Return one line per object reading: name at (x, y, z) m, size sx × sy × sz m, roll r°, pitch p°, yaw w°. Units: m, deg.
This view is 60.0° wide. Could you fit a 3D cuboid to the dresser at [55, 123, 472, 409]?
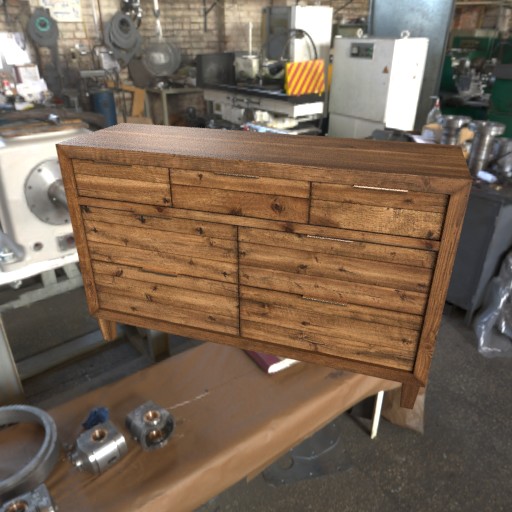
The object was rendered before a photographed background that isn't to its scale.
dresser at (0.000, 0.000, 1.787) m, size 1.387 × 0.892 × 0.438 m, roll 9°, pitch 28°, yaw 16°
